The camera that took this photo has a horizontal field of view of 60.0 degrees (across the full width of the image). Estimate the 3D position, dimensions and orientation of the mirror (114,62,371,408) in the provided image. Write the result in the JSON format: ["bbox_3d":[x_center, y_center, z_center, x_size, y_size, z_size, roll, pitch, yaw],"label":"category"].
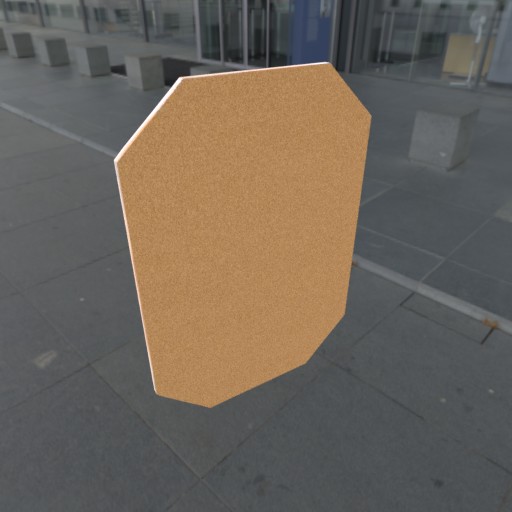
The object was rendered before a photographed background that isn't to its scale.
[{"bbox_3d":[0.000,0.000,1.285,0.709,1.015,0.061,-18,36,-26],"label":"mirror"}]
